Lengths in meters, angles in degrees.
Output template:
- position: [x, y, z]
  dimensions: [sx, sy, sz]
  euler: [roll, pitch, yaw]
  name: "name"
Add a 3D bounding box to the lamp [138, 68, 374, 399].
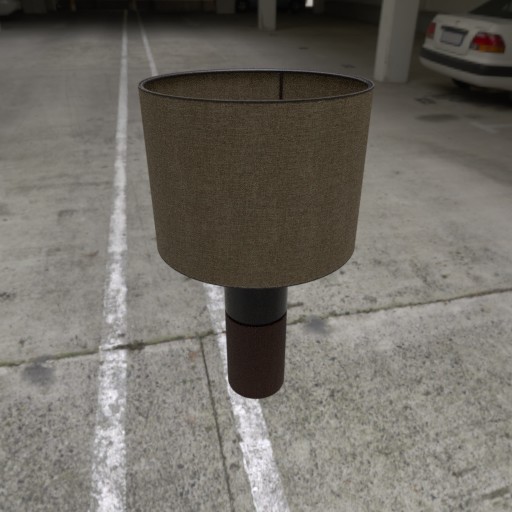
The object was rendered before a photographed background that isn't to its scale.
- position: [0.000, 0.000, 0.472]
  dimensions: [0.202, 0.350, 0.202]
  euler: [0, 29, 0]
  name: "lamp"
